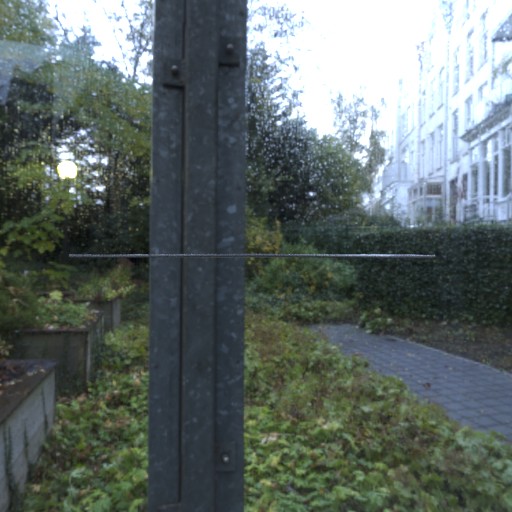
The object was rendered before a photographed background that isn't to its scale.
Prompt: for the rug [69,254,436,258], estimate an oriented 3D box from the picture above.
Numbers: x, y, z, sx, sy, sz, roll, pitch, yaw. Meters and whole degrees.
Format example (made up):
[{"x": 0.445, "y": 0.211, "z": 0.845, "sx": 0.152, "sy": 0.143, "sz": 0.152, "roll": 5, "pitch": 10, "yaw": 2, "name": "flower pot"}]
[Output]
[{"x": 0.000, "y": 0.000, "z": 2.283, "sx": 1.159, "sy": 0.021, "sz": 1.789, "roll": 0, "pitch": 0, "yaw": 1, "name": "rug"}]
